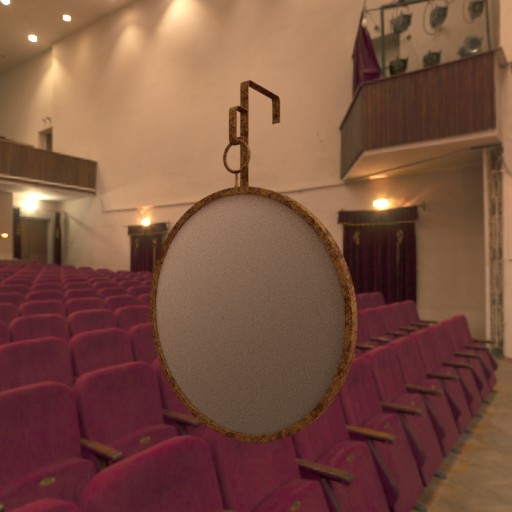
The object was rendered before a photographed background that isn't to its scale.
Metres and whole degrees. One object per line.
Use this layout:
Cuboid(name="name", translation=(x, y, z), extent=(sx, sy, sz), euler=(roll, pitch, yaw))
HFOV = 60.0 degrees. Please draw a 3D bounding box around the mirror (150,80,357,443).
Cuboid(name="mirror", translation=(0.000, 0.000, 0.842), extent=(0.447, 0.651, 0.144), euler=(-1, -2, 36))
